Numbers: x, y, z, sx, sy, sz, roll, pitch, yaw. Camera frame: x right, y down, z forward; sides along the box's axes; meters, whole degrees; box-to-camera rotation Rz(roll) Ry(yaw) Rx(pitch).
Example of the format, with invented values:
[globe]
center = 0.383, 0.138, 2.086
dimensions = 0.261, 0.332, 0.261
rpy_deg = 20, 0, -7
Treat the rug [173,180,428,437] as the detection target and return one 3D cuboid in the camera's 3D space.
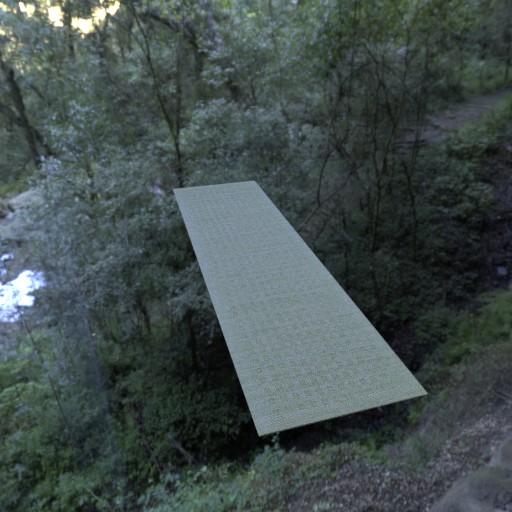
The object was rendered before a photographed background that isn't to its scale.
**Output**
[rug]
center = 0.000, 0.000, 2.656
dimensions = 0.686, 0.006, 2.437
rpy_deg = -8, 31, -14
